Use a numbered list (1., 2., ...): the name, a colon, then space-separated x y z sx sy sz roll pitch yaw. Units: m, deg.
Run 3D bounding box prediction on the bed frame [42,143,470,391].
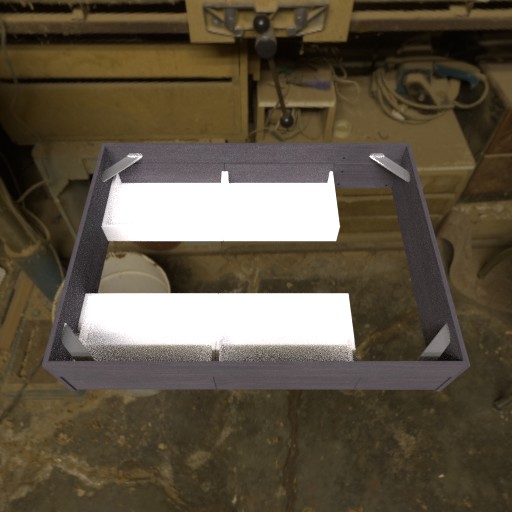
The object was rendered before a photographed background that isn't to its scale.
1. bed frame: 0.000 0.000 2.569 1.944 0.459 1.448 0 57 0
